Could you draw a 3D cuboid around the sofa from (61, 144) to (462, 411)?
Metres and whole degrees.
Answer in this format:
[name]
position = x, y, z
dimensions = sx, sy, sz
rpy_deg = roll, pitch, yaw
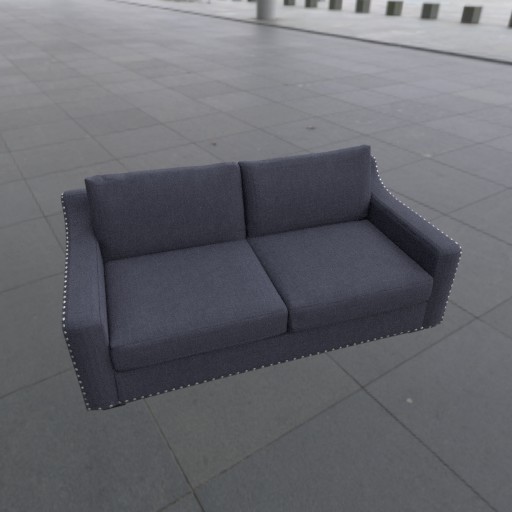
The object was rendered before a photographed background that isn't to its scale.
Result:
[sofa]
position = 0.000, 0.000, 3.234
dimensions = 2.550, 1.196, 1.336
rpy_deg = -10, 34, -15
